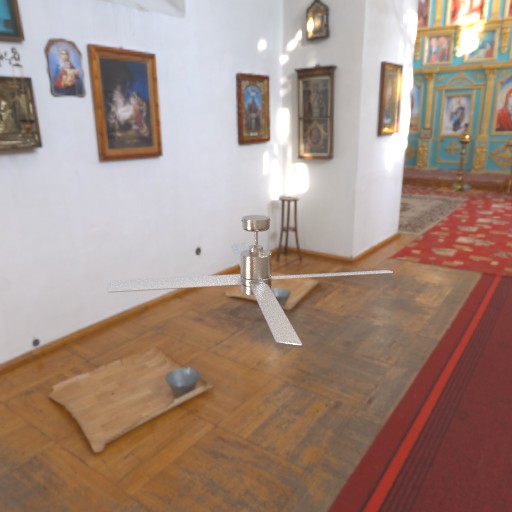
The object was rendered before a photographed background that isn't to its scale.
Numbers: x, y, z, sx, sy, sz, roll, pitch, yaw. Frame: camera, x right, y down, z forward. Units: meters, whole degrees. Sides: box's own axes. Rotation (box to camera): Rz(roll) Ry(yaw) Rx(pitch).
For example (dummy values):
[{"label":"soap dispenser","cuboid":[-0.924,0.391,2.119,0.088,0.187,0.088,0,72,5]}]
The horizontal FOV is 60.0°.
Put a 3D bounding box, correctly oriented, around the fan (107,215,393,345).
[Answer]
[{"label":"fan","cuboid":[0.000,0.000,2.021,1.322,0.355,1.322,-3,16,-9]}]
